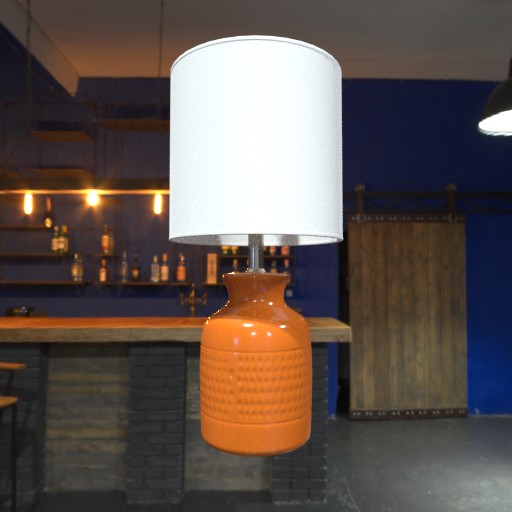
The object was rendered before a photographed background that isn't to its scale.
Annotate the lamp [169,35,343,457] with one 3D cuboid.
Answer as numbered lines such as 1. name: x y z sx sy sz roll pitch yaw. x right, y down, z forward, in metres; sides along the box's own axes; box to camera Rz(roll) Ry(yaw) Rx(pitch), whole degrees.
1. lamp: 0.000 0.000 1.083 0.418 0.871 0.418 0 -2 0
